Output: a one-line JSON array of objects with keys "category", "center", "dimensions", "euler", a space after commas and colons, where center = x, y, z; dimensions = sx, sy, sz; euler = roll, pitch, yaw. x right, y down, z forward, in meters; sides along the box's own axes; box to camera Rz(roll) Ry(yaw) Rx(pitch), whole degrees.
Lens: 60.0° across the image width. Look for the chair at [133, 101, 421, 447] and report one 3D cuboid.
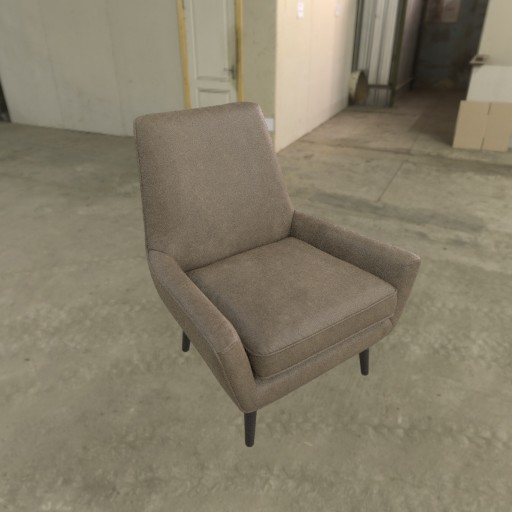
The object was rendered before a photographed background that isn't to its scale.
[{"category": "chair", "center": [0.000, 0.000, 1.542], "dimensions": [0.787, 0.888, 0.824], "euler": [-20, 35, -30]}]
